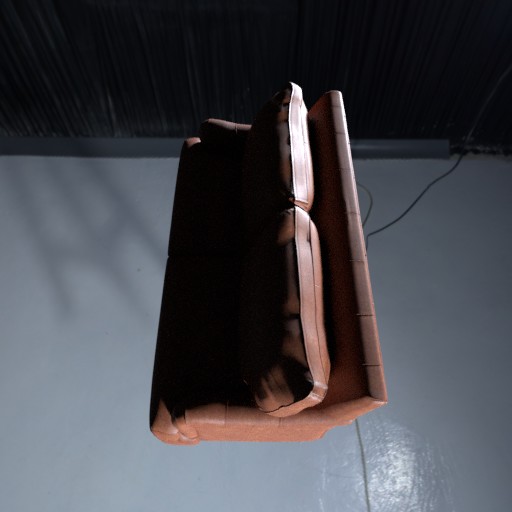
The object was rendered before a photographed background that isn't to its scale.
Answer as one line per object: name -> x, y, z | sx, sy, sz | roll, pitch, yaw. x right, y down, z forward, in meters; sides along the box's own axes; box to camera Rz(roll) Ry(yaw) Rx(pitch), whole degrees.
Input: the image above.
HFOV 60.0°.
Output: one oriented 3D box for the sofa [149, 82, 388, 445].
sofa -> 0.000, 0.000, 2.804 | 1.147, 1.071, 2.144 | 0, 59, 0
